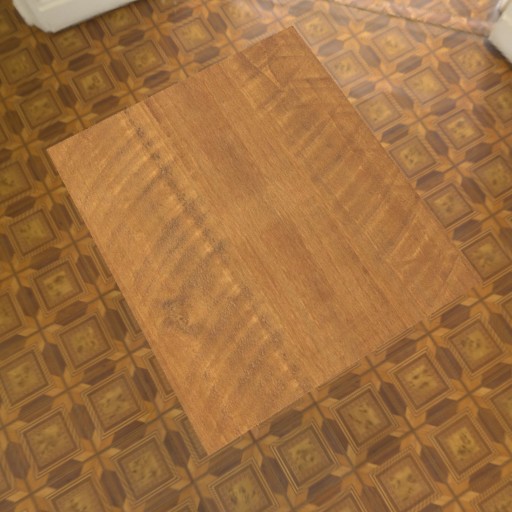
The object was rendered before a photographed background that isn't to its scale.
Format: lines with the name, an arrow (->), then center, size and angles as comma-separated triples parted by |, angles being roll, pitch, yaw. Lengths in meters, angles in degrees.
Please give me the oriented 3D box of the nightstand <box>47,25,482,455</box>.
nightstand -> 0.000, 0.000, 0.869 | 0.436, 0.491, 0.493 | -30, 77, -8
